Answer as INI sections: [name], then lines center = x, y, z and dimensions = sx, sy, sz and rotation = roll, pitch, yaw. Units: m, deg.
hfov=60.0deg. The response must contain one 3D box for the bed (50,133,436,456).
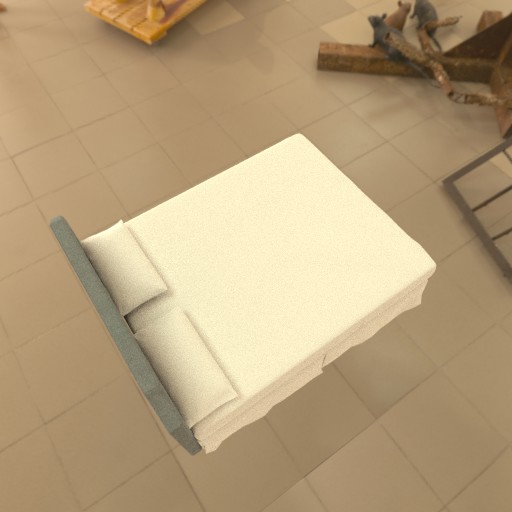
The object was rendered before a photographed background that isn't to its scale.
[bed]
center = 0.000, 0.000, 3.635
dimensions = 2.464, 1.306, 1.977
rotation = -31, 64, -17
